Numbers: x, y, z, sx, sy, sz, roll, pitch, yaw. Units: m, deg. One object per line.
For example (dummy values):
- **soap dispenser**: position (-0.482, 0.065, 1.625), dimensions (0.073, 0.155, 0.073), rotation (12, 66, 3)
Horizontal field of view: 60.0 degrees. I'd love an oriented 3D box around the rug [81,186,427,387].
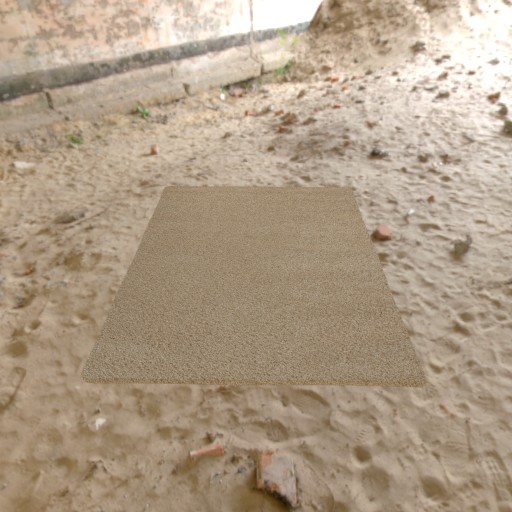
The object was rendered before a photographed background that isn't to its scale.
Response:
- **rug**: position (0.000, 0.000, 2.191), dimensions (1.199, 0.025, 1.600), rotation (0, 33, 1)
